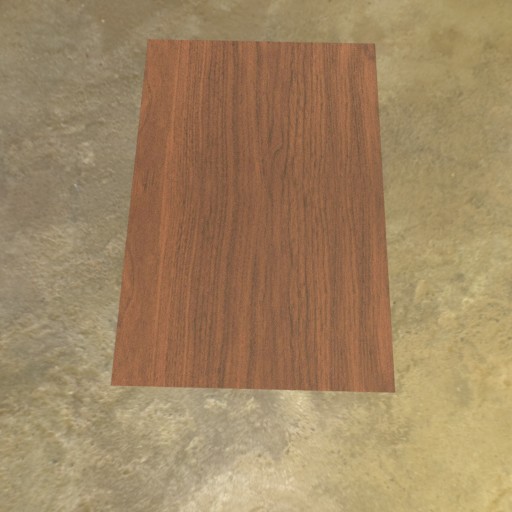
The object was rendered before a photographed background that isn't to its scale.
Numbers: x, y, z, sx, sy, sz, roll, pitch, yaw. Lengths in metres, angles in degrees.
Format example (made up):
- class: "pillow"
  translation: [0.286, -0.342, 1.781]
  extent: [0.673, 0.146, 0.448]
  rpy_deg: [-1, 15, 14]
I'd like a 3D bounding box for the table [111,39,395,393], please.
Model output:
- class: "table"
  translation: [0.000, 0.000, 1.047]
  extent: [0.406, 0.711, 0.589]
  rpy_deg: [1, 74, 0]
